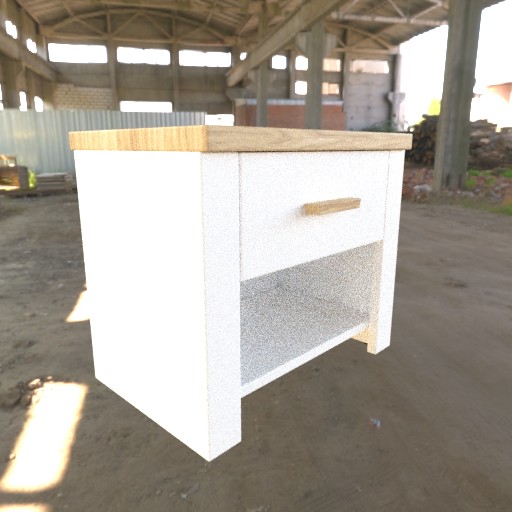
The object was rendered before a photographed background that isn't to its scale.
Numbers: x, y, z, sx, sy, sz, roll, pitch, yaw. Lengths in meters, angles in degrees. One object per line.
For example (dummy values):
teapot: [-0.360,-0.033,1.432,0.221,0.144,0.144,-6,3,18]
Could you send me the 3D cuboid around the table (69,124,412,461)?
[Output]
table: [0.000,0.000,0.820,0.360,0.440,0.500,13,19,42]
